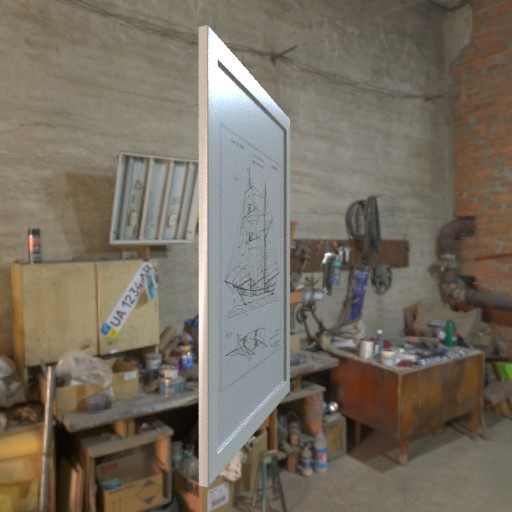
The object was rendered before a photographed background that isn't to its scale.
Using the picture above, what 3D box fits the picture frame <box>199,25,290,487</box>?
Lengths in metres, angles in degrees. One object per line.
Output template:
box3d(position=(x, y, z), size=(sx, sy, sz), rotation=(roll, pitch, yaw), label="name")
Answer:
box3d(position=(0.000, 0.000, 0.692), size=(0.012, 0.534, 0.381), rotation=(0, 0, 19), label="picture frame")
